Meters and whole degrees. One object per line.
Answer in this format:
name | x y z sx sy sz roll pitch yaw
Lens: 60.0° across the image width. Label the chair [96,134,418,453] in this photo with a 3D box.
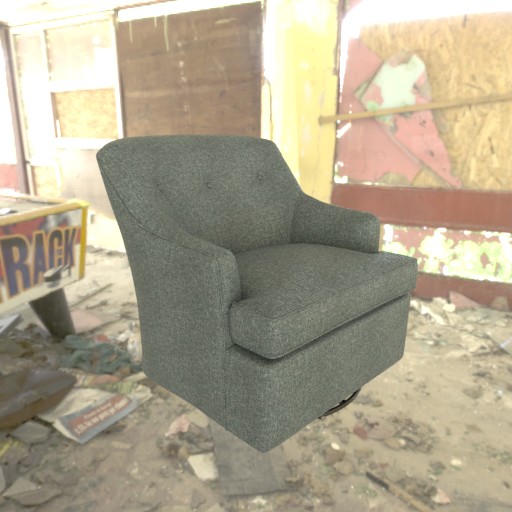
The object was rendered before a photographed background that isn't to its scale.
chair | 0.000 0.000 1.634 0.864 0.856 0.923 -15 22 -42
